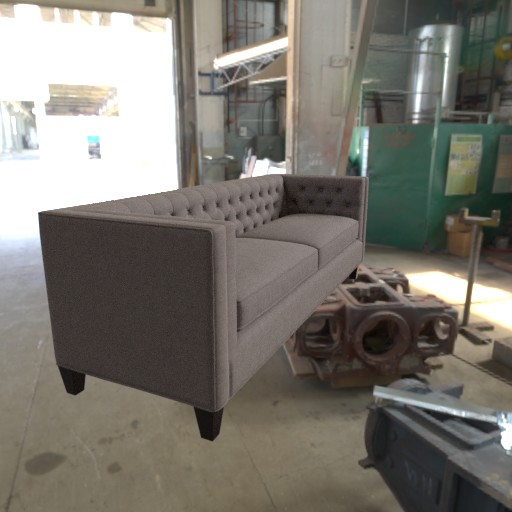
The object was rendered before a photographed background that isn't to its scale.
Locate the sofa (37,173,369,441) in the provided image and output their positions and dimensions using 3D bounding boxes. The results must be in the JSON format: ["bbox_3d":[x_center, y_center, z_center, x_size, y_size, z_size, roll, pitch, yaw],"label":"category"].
[{"bbox_3d":[0.000,0.000,2.505,0.775,0.762,2.159,7,16,25],"label":"sofa"}]
